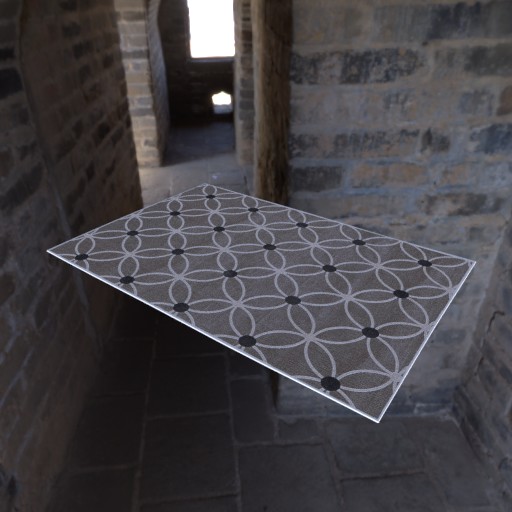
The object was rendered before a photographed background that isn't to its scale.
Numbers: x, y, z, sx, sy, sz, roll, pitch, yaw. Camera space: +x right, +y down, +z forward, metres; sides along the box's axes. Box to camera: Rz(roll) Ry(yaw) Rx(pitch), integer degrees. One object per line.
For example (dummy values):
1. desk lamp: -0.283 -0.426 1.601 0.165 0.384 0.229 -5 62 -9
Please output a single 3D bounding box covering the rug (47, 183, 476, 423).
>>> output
1. rug: 0.000 0.000 2.817 2.284 0.008 1.522 20 36 31
